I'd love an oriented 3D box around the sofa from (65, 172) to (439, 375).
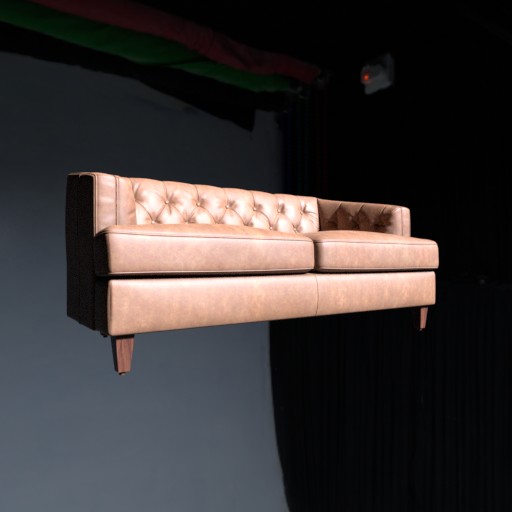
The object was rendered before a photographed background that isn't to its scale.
[{"bbox_3d":[0.000,0.000,2.215,1.755,0.786,0.914,0,-1,-35],"label":"sofa"}]
